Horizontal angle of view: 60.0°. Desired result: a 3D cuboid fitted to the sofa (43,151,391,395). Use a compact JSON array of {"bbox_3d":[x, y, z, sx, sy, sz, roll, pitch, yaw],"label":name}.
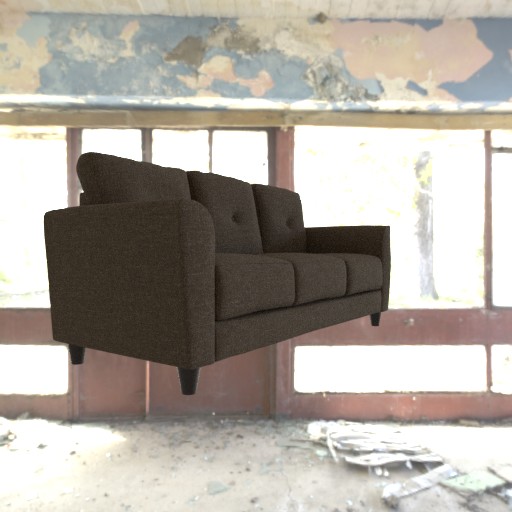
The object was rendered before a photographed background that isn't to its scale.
[{"bbox_3d":[0.000,0.000,2.319,0.837,0.891,1.847,0,1,36],"label":"sofa"}]
